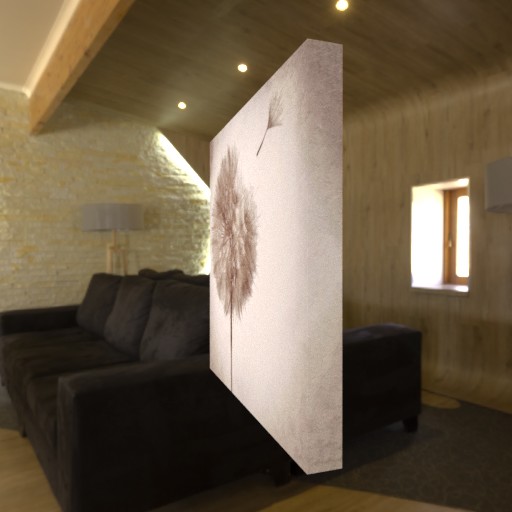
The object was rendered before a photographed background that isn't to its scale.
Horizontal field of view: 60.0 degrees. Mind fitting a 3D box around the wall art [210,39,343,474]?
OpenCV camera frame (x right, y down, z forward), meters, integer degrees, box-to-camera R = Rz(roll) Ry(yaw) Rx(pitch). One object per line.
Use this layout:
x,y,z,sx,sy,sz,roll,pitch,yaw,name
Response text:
0.000,0.000,0.456,0.028,0.303,0.303,0,0,-19,wall art
